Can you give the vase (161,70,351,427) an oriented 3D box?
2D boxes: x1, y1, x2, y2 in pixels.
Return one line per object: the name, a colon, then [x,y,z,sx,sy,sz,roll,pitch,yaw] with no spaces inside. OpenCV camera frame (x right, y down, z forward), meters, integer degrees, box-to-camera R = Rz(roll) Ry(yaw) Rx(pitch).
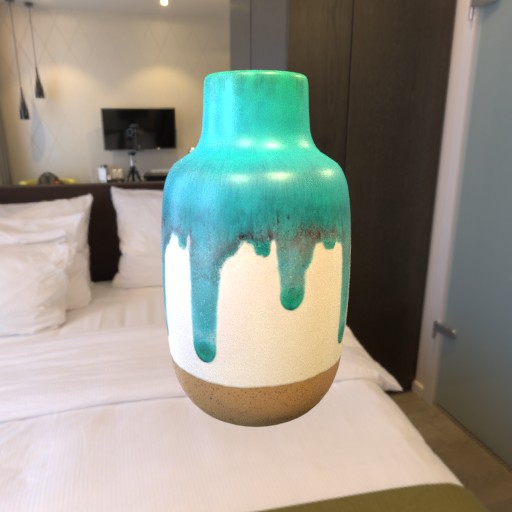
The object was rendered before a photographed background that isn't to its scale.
vase: [0.000,0.000,0.254,0.106,0.192,0.106,0,15,0]
